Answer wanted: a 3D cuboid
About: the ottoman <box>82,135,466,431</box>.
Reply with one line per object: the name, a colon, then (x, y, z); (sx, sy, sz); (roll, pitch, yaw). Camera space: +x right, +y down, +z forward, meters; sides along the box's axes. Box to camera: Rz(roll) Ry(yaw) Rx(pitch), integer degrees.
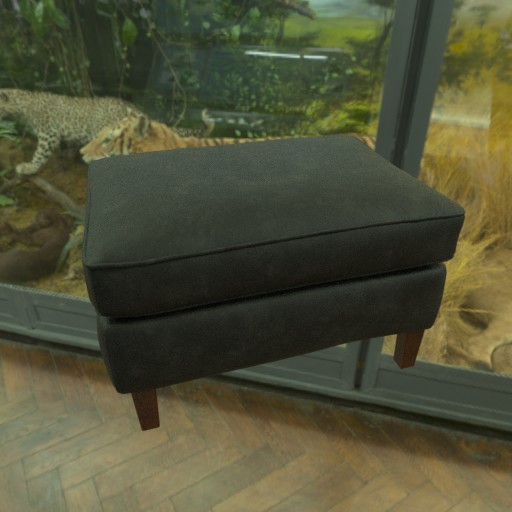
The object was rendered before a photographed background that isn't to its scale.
ottoman: (0.000, 0.000, 0.973); (0.665, 0.413, 0.501); (-9, 33, -14)
